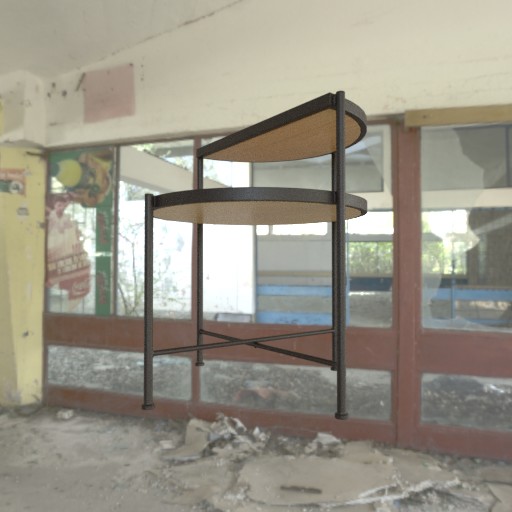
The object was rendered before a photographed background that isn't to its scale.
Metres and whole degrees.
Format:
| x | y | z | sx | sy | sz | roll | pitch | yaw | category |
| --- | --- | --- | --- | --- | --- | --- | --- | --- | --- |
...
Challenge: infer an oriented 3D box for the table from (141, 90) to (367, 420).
| x | y | z | sx | sy | sz | roll | pitch | yaw | category |
| --- | --- | --- | --- | --- | --- | --- | --- | --- | --- |
| 0.000 | 0.000 | 1.172 | 0.628 | 0.684 | 0.629 | 1 | -1 | -37 | table |
